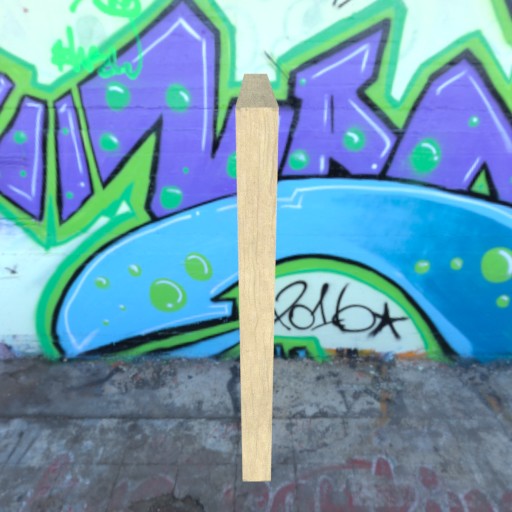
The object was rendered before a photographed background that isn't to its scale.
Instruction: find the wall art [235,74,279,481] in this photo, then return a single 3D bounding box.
[{"bbox_3d":[0.000,0.000,0.526,0.030,0.380,0.312,0,26,0],"label":"wall art"}]
